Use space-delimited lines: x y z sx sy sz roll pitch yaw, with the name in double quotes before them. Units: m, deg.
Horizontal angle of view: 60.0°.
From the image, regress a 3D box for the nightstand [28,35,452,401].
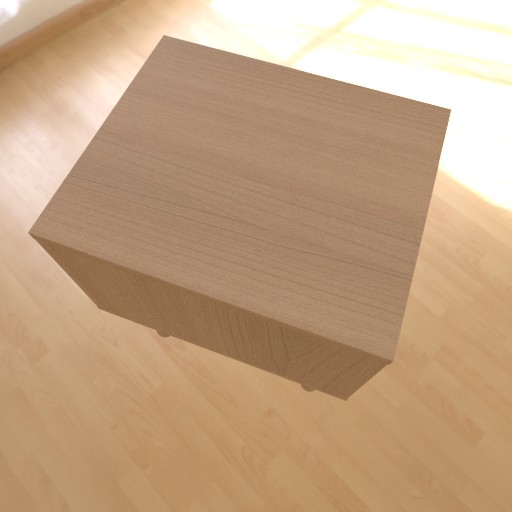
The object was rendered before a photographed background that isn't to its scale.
"nightstand" 0.000 0.000 0.820 0.450 0.530 0.380 18 65 9
